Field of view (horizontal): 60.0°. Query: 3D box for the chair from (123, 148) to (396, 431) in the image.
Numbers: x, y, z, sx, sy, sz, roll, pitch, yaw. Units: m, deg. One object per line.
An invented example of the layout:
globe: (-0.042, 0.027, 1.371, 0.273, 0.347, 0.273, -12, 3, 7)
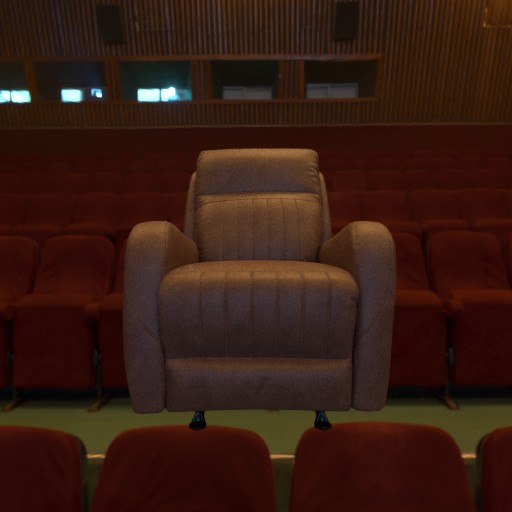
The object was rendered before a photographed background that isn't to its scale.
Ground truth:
chair: (0.000, 0.000, 1.803, 0.865, 1.067, 1.067, 0, 0, 0)
